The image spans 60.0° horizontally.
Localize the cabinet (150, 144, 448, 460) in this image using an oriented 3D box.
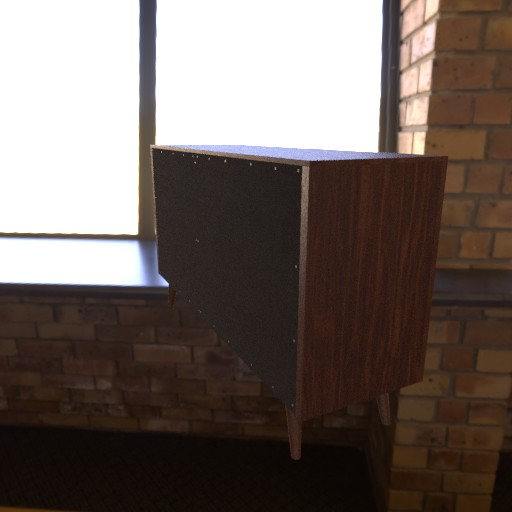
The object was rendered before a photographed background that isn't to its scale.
[{"bbox_3d":[0.000,0.000,1.995,0.505,0.940,1.575,-8,17,-26],"label":"cabinet"}]
